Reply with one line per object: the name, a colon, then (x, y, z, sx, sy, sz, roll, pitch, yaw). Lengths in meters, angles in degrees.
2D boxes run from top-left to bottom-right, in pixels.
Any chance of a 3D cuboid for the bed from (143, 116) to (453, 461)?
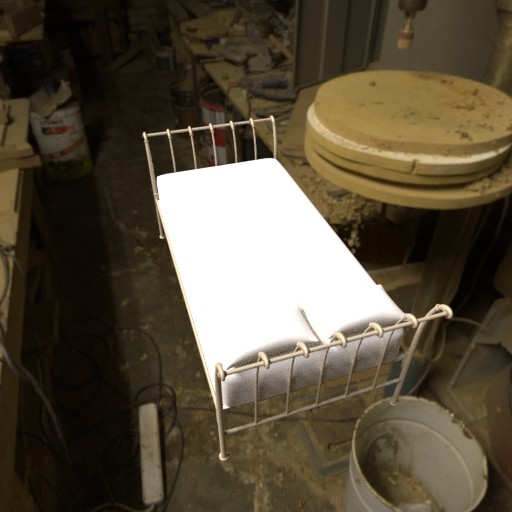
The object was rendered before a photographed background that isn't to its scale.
bed: (0.000, 0.000, 2.803, 1.032, 0.873, 2.228, -12, 41, -14)
